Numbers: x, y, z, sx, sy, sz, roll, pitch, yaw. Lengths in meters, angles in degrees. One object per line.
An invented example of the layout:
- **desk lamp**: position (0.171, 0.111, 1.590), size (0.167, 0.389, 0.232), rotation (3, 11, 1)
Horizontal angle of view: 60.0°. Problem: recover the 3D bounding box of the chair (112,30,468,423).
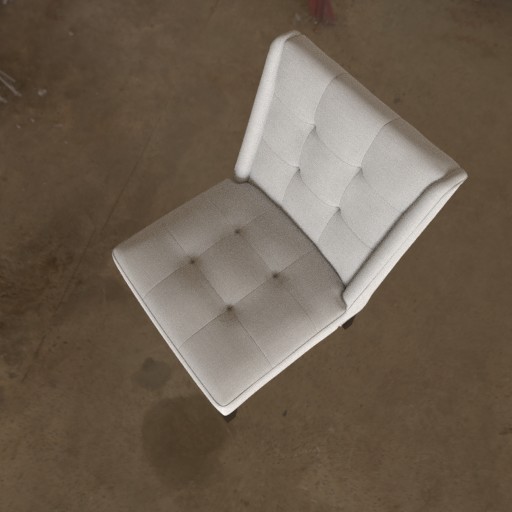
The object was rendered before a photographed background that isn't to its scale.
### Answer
- **chair**: position (0.000, 0.000, 1.270), size (0.676, 0.853, 0.569), rotation (-35, 69, -15)
